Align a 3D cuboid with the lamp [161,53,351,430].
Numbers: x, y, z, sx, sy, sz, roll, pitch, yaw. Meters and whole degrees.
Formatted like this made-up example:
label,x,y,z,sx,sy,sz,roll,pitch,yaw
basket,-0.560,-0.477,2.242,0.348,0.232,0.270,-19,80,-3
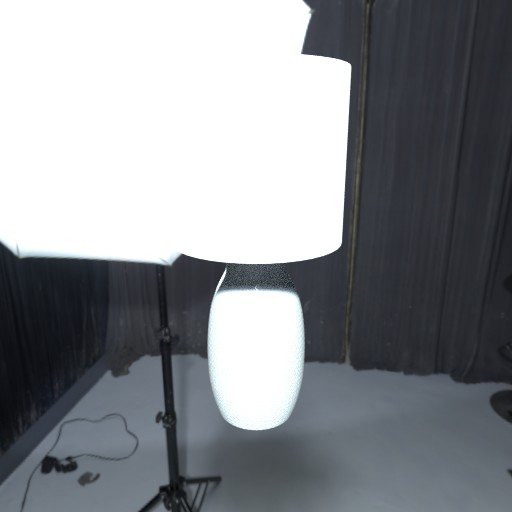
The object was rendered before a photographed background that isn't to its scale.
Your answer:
label,x,y,z,sx,sy,sz,roll,pitch,yaw
lamp,0.000,0.000,0.577,0.217,0.453,0.217,3,16,10
